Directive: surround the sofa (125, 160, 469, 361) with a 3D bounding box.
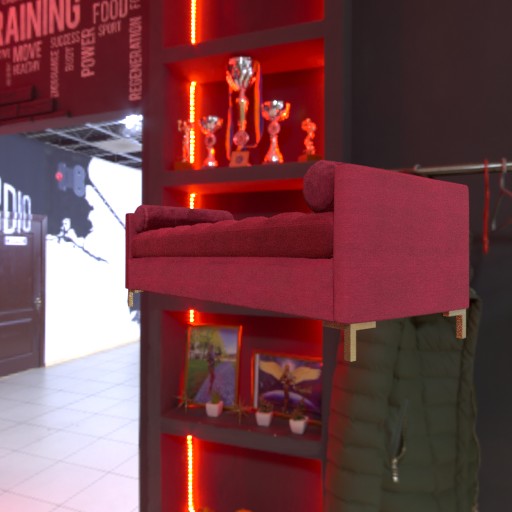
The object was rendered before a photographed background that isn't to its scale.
[{"bbox_3d":[0.000,0.000,2.514,0.796,0.705,2.102,0,0,-36],"label":"sofa"}]
